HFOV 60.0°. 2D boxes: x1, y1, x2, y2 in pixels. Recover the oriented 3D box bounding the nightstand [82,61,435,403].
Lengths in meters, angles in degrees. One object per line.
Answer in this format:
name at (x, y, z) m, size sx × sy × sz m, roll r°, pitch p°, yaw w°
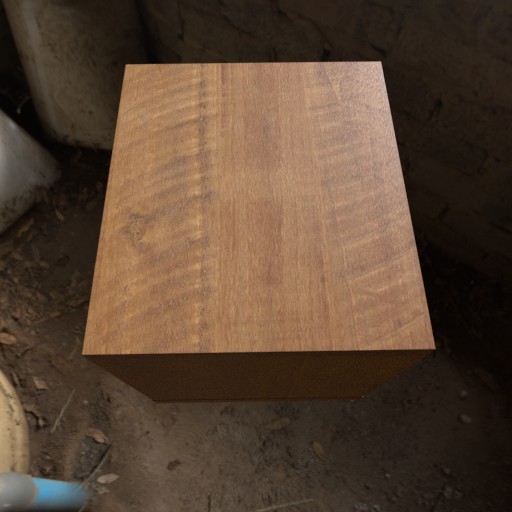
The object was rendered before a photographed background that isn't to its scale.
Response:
nightstand at (0.000, 0.000, 0.865) m, size 0.436 × 0.491 × 0.493 m, roll -1°, pitch 65°, yaw 0°
